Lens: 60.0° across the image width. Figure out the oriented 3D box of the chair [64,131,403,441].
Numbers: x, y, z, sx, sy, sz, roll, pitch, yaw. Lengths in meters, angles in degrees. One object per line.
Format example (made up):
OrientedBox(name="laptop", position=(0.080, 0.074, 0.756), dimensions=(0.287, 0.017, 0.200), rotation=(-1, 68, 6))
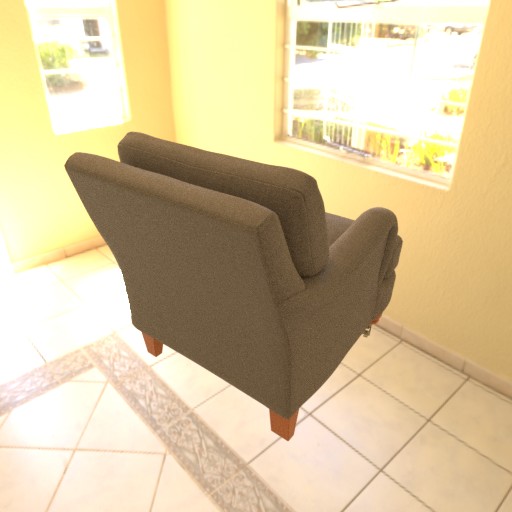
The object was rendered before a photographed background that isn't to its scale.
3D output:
OrientedBox(name="chair", position=(0.000, 0.000, 1.882), dimensions=(0.955, 1.038, 1.070), rotation=(21, 36, 32))
